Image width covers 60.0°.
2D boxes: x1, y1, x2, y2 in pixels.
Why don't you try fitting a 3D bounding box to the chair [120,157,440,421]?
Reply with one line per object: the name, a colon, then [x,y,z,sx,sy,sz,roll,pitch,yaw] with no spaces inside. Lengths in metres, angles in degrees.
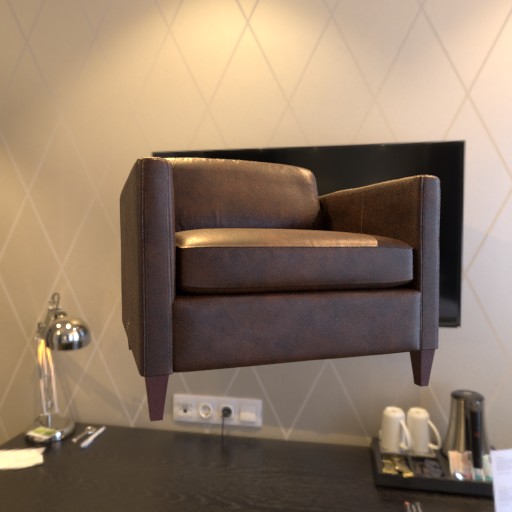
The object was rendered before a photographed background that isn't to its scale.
chair: [0.000,0.000,1.750,0.990,0.864,0.975,0,1,-20]
